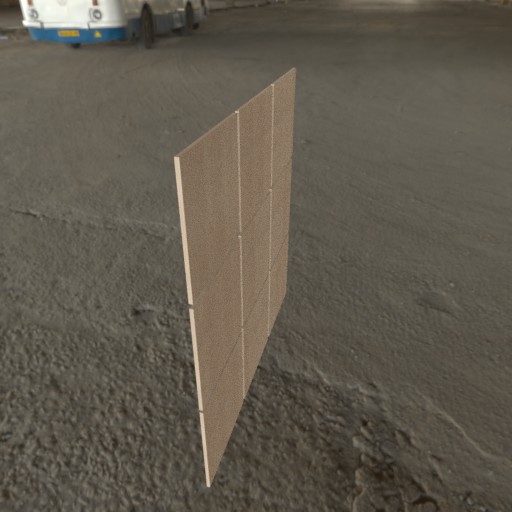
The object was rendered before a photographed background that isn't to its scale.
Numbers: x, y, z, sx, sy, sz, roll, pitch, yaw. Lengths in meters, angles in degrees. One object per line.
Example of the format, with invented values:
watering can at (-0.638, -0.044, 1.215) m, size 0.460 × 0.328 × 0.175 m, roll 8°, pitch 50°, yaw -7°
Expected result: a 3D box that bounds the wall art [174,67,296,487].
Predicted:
wall art at (0.000, 0.000, 1.764) m, size 0.013 × 1.218 × 1.219 m, roll 9°, pitch 33°, yaw 14°
